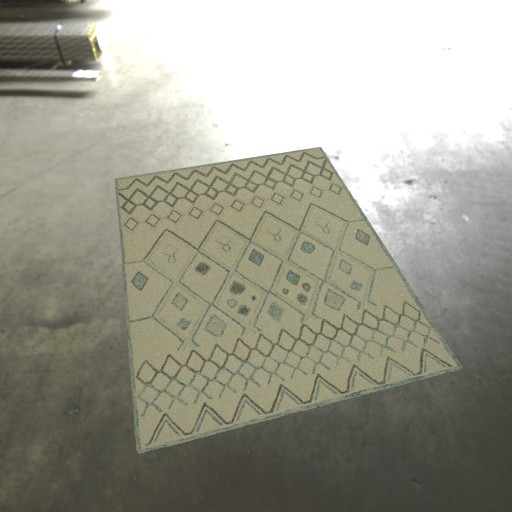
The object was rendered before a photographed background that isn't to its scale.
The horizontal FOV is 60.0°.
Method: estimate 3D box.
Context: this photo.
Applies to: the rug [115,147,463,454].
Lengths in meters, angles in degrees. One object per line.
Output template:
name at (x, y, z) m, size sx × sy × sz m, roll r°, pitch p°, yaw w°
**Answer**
rug at (0.000, 0.000, 4.140) m, size 2.441 × 0.013 × 3.056 m, roll -11°, pitch 48°, yaw -10°
